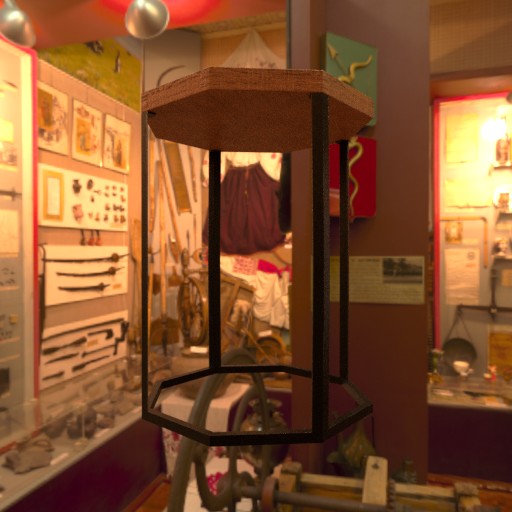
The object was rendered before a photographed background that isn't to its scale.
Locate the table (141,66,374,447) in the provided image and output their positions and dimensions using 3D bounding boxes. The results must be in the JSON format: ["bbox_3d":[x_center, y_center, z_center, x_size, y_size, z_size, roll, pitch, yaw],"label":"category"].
[{"bbox_3d":[0.000,0.000,0.852,0.437,0.553,0.437,0,1,18],"label":"table"}]
